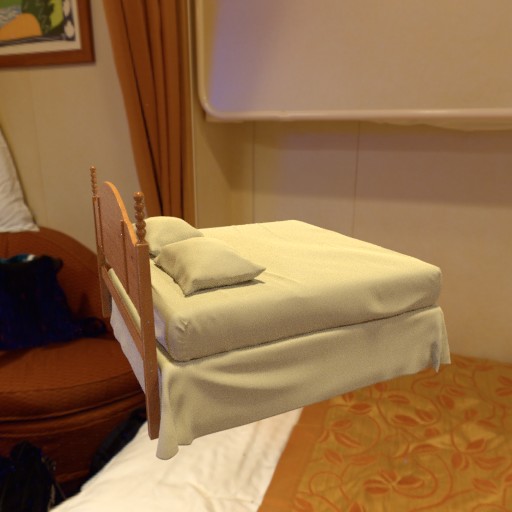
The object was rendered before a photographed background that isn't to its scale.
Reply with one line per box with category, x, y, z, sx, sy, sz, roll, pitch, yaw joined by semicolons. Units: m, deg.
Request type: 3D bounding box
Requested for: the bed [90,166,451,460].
bed;0.000;0.000;3.533;2.219;1.355;2.322;-7;17;-25
